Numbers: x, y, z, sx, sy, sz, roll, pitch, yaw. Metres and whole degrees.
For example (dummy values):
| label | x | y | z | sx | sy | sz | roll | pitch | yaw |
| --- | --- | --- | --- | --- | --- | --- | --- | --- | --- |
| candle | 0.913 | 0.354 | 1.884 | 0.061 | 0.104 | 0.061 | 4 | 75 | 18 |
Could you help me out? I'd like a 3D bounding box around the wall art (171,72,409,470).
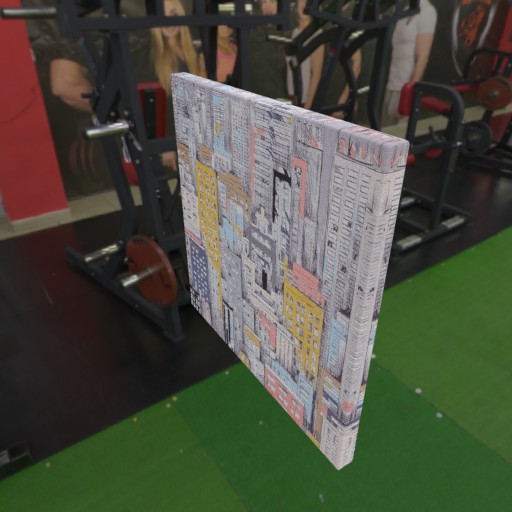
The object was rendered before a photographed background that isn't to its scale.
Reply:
| label | x | y | z | sx | sy | sz | roll | pitch | yaw |
| --- | --- | --- | --- | --- | --- | --- | --- | --- | --- |
| wall art | 0.000 | 0.000 | 1.109 | 0.048 | 0.762 | 0.761 | -19 | 36 | -28 |
